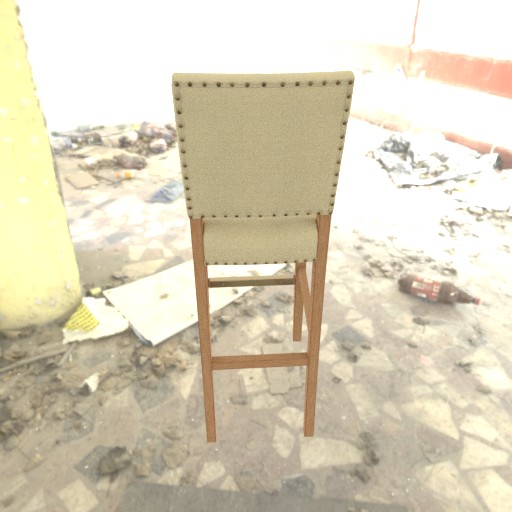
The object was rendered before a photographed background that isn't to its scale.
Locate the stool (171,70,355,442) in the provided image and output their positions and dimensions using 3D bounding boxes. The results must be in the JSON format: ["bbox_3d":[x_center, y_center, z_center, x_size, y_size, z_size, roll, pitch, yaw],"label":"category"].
[{"bbox_3d":[0.000,0.000,1.389,0.428,1.143,0.546,-2,31,-3],"label":"stool"}]
